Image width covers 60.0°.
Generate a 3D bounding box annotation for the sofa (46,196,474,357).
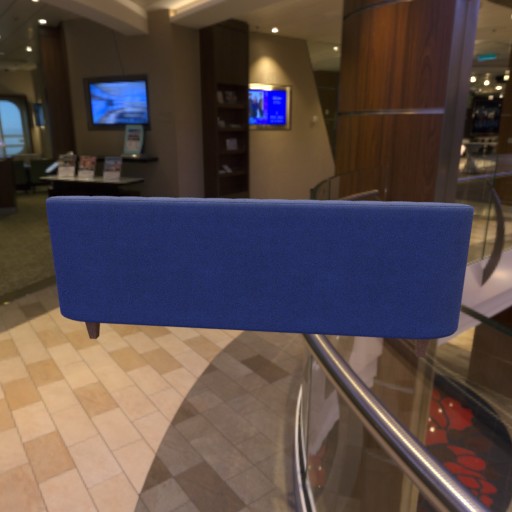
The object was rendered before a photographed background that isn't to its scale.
[{"bbox_3d":[0.000,0.000,2.586,2.235,0.787,0.914,2,16,6],"label":"sofa"}]
